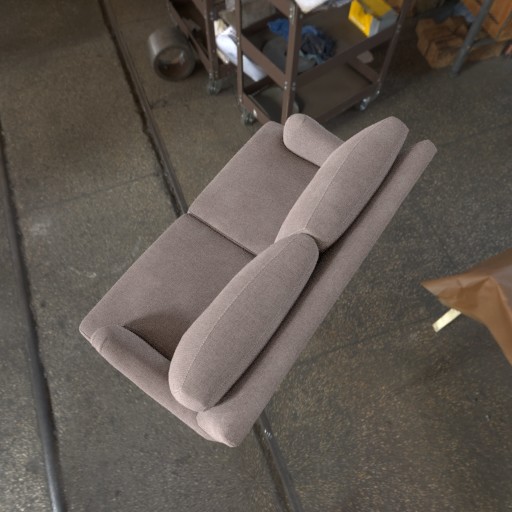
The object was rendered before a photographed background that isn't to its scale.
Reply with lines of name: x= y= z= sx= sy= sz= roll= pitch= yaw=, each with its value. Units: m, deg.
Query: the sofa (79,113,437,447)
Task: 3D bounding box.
sofa: x=0.000 y=0.000 z=2.515 sx=1.084 sy=1.101 sz=1.853 roll=32 pitch=67 yaw=15
